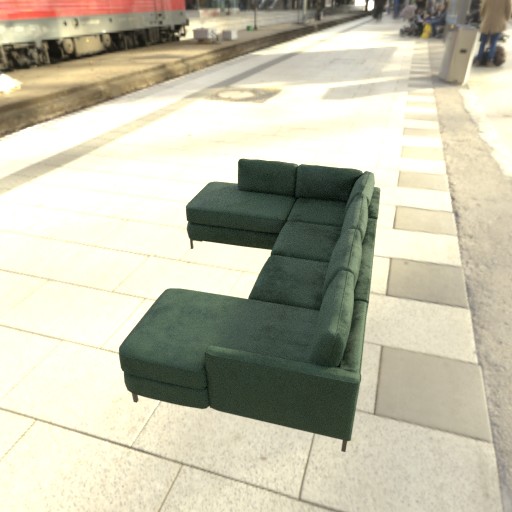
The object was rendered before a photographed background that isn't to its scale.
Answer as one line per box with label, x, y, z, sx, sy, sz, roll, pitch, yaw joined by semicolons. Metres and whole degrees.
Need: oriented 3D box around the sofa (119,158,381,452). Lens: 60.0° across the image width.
sofa;0.000;0.000;3.910;1.992;0.861;2.994;8;31;13
